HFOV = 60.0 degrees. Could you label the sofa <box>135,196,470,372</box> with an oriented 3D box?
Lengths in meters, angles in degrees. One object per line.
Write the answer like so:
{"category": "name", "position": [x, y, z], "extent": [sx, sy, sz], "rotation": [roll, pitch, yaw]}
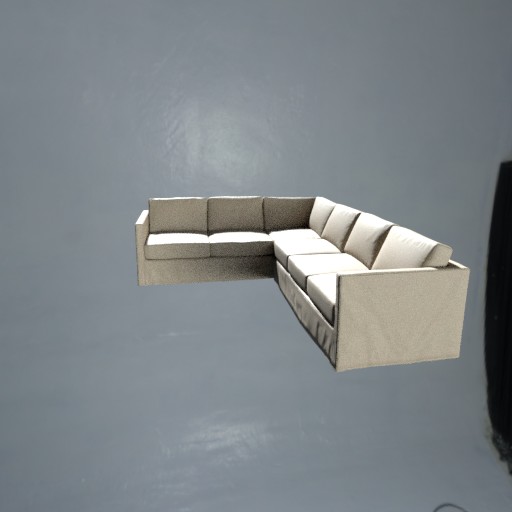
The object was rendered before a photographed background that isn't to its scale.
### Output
{"category": "sofa", "position": [0.000, 0.000, 4.371], "extent": [2.432, 0.871, 3.182], "rotation": [-2, 14, -9]}
